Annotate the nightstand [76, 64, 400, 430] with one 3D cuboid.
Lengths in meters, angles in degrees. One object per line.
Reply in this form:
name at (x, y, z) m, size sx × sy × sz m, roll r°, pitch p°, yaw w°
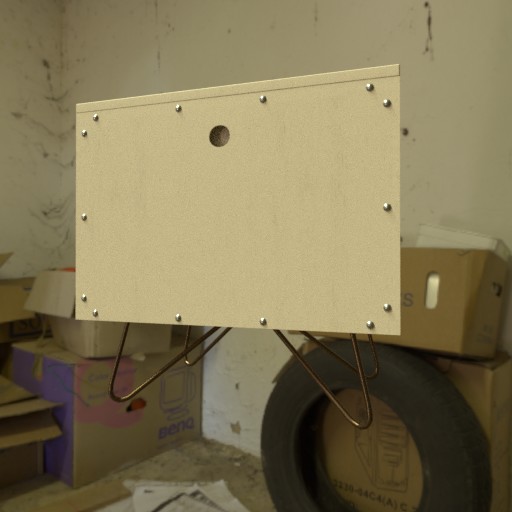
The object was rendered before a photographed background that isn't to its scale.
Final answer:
nightstand at (0.000, 0.000, 1.001) m, size 0.614 × 0.604 × 0.447 m, roll 0°, pitch 0°, yaw 17°
